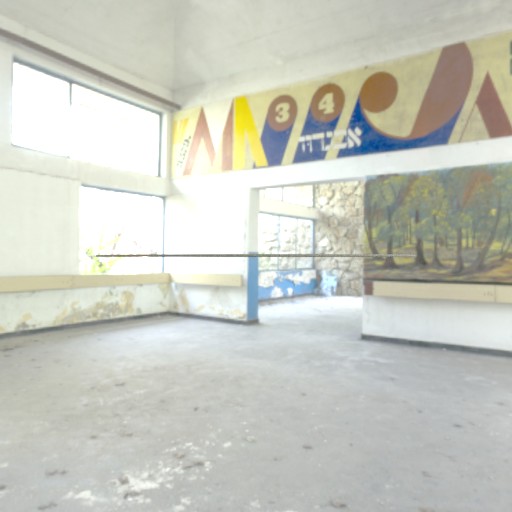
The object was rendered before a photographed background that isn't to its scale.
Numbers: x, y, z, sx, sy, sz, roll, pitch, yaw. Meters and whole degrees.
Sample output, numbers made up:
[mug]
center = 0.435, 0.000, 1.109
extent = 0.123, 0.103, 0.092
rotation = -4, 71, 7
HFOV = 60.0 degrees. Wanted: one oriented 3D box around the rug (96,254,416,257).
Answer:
[rug]
center = 0.000, 0.000, 3.495
extent = 2.382, 0.014, 2.382
rotation = 0, 0, 0
